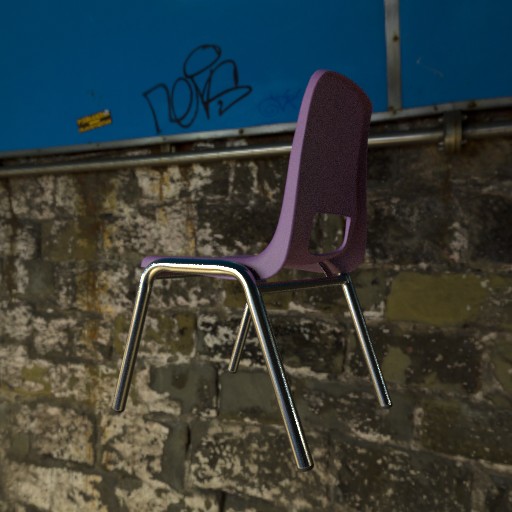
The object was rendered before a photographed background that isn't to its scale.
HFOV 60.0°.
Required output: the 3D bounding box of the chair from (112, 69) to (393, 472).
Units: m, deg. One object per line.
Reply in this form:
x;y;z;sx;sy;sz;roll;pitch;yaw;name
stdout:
0.000;0.000;0.842;0.419;0.584;0.356;0;1;37;chair
